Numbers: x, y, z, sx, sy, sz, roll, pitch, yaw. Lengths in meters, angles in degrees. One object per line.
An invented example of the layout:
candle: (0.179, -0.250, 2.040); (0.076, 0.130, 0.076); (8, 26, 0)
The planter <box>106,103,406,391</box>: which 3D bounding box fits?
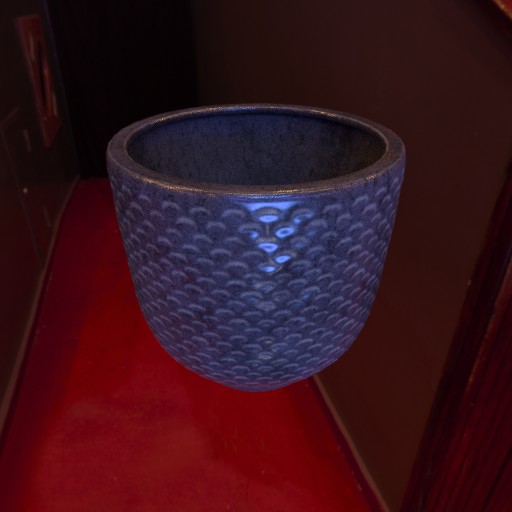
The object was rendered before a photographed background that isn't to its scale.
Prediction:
planter: (0.000, 0.000, 0.348); (0.197, 0.191, 0.197); (0, 31, 0)
